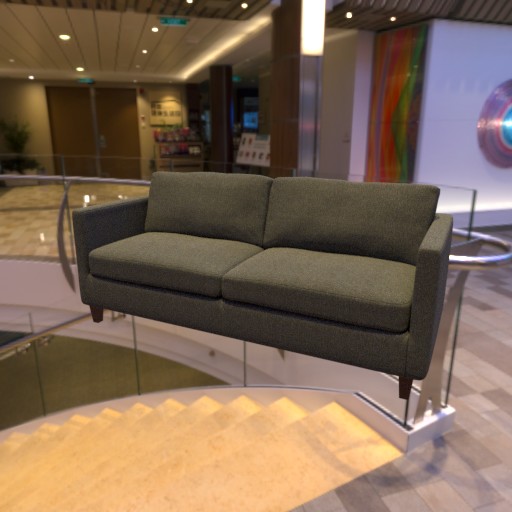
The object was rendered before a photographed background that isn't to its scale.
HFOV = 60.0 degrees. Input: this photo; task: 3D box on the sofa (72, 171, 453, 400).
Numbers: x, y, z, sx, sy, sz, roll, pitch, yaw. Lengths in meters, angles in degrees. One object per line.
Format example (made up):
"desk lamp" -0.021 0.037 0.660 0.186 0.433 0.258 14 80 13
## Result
"sofa" 0.000 0.000 2.799 2.208 0.965 0.948 8 18 25
